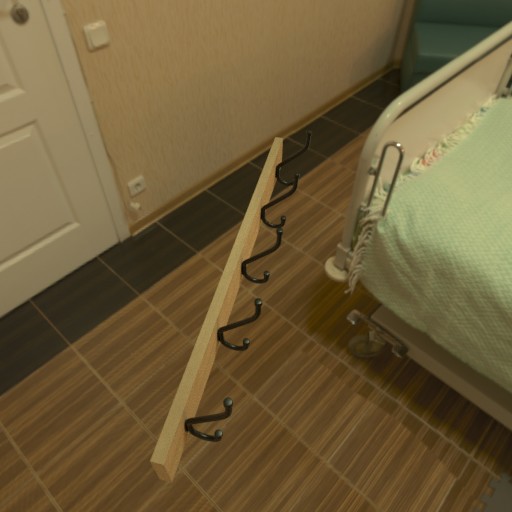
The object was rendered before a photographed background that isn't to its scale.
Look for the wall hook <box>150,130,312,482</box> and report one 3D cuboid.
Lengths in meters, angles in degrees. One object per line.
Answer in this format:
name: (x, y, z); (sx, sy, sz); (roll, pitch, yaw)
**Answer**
wall hook: (0.000, 0.000, 0.610); (0.071, 0.117, 0.571); (11, 49, 9)
